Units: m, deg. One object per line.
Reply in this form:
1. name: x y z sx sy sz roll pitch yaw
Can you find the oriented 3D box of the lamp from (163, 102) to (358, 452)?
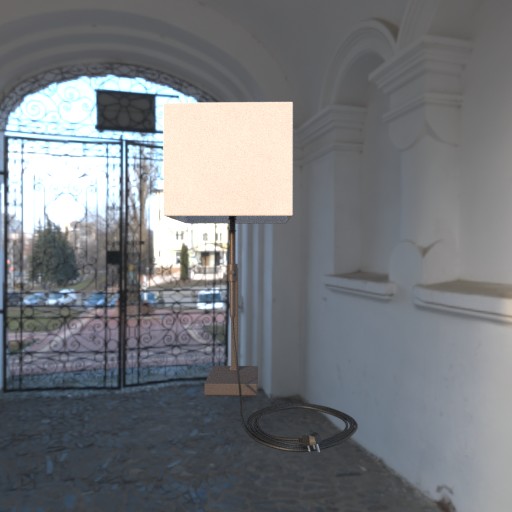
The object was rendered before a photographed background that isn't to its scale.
1. lamp: 0.000 0.000 0.980 0.399 0.660 0.504 0 1 1
